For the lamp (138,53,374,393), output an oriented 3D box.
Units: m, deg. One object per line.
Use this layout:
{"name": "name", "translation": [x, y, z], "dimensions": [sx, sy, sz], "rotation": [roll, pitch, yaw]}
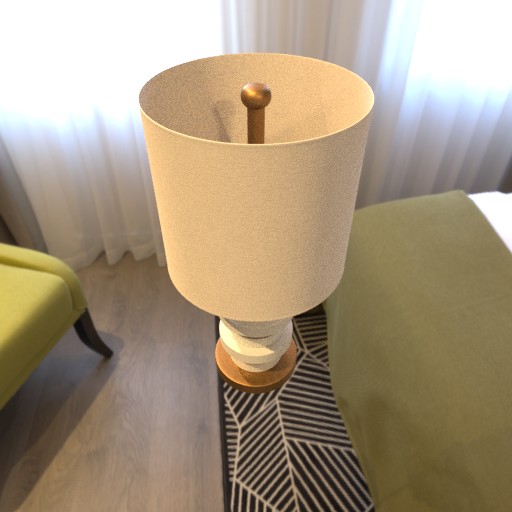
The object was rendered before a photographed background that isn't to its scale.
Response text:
{"name": "lamp", "translation": [0.000, 0.000, 0.533], "dimensions": [0.210, 0.410, 0.210], "rotation": [-27, 48, -27]}
